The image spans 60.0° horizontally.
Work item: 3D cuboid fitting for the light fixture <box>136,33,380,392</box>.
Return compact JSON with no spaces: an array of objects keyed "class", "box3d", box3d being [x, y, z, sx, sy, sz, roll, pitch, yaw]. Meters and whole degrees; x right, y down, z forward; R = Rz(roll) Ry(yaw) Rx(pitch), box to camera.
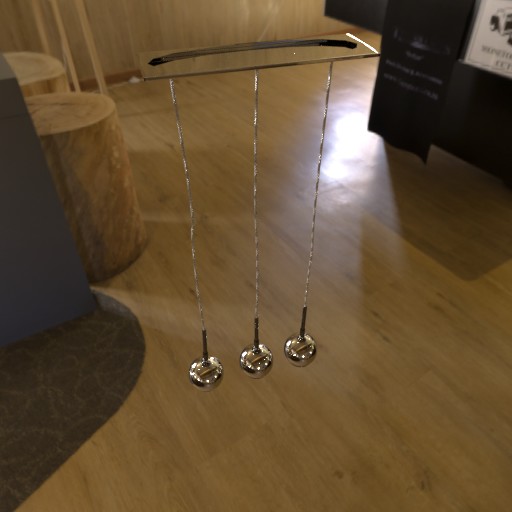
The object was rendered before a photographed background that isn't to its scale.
[{"class":"light fixture","box3d":[0.000,0.000,1.621,0.623,1.408,0.188,-11,43,-13]}]
